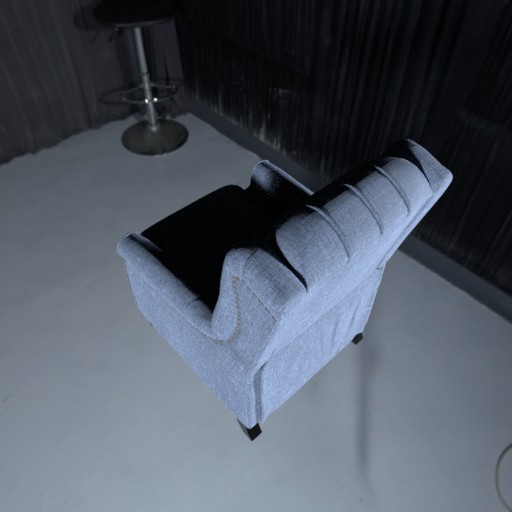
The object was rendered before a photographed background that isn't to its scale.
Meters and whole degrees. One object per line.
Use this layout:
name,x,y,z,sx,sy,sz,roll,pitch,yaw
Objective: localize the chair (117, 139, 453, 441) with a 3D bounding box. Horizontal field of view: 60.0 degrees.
chair,0.000,0.000,1.603,0.742,1.035,0.898,-34,56,-27
